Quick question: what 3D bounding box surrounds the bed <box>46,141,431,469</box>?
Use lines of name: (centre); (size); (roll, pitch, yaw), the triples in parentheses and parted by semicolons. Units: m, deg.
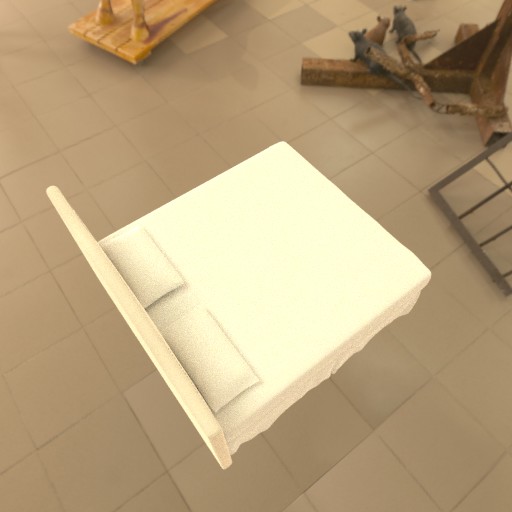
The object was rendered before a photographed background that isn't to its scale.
bed: (0.000, 0.000, 3.537); (2.182, 1.421, 2.083); (-33, 63, -19)
